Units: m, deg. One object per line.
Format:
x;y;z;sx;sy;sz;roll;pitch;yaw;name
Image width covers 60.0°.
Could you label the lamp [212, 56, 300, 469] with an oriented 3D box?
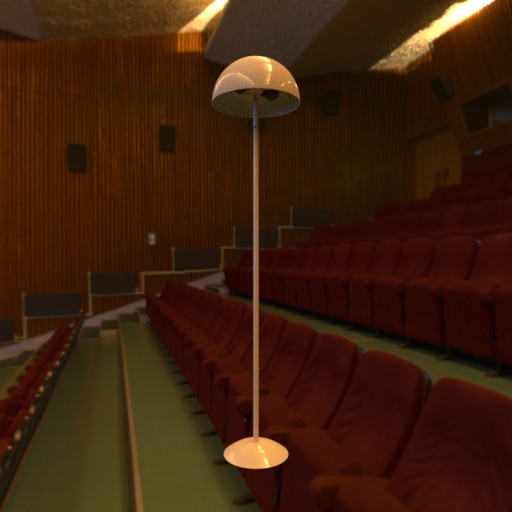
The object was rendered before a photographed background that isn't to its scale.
0.000;0.000;1.658;0.328;1.480;0.328;0;0;-19;lamp
